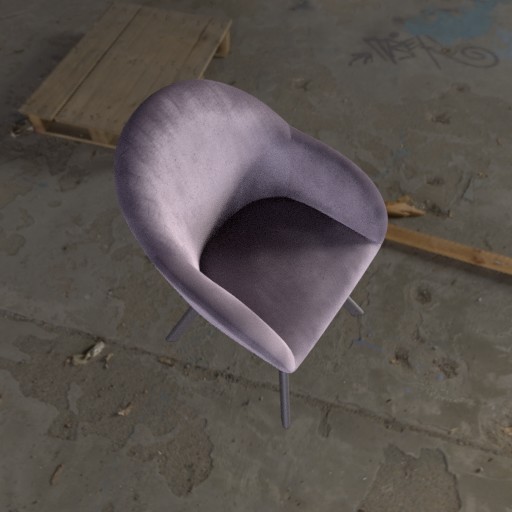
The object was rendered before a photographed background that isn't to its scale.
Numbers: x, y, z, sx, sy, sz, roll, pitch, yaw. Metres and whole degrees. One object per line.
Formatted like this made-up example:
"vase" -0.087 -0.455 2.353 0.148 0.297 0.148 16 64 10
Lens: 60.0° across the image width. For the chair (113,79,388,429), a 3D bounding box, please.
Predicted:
"chair" 0.000 0.000 1.215 0.590 0.795 0.550 31 62 19
